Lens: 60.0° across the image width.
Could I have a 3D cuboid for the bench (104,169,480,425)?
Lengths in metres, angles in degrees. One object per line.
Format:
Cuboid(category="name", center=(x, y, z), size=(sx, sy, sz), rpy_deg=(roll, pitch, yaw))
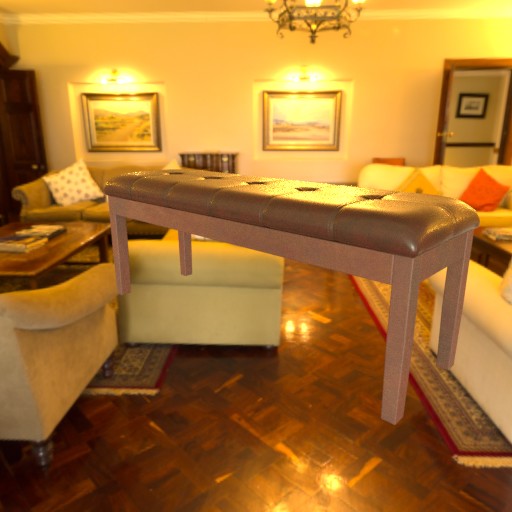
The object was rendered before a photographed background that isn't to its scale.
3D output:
Cuboid(category="bench", center=(0.000, 0.000, 1.486), size=(1.259, 0.491, 0.401), rpy_deg=(15, 22, 41))
